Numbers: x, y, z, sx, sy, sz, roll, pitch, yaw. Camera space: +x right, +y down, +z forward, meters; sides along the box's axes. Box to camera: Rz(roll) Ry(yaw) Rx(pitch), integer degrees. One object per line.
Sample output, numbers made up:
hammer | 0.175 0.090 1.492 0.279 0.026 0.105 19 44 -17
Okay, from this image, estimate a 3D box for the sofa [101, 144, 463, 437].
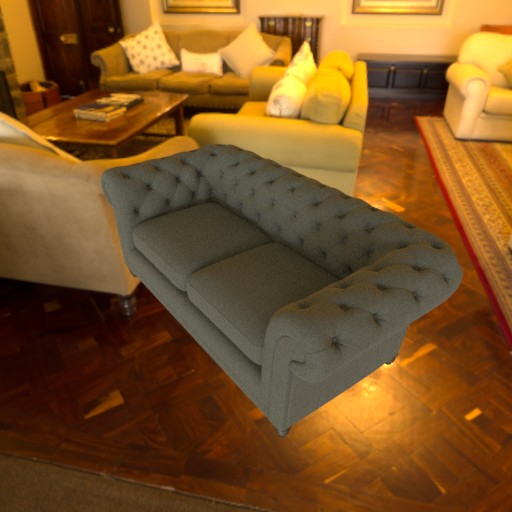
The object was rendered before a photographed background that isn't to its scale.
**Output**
sofa | 0.000 0.000 2.500 0.986 0.764 1.998 -22 38 -31
